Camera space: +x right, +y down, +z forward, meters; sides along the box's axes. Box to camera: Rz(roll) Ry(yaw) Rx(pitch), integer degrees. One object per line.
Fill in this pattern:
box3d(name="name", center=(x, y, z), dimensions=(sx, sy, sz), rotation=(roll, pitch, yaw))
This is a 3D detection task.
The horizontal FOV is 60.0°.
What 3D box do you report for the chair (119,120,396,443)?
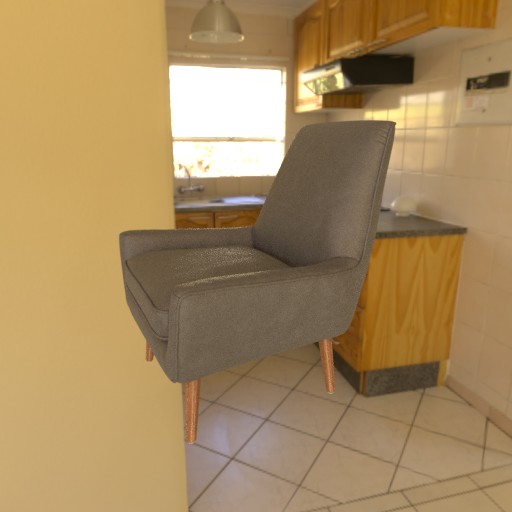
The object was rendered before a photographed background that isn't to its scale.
box3d(name="chair", center=(0.000, 0.000, 1.508), dimensions=(0.822, 0.888, 0.787), rotation=(-7, 16, -25))
